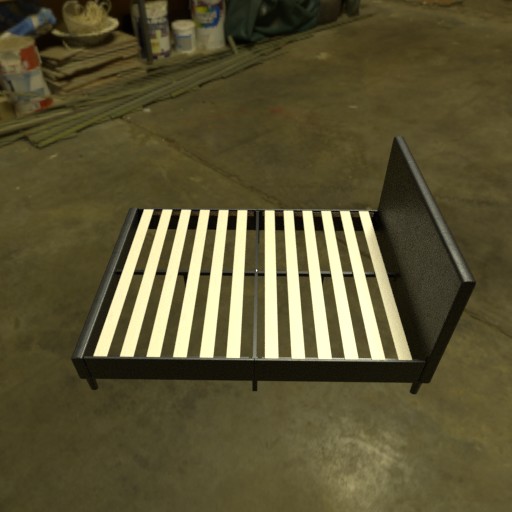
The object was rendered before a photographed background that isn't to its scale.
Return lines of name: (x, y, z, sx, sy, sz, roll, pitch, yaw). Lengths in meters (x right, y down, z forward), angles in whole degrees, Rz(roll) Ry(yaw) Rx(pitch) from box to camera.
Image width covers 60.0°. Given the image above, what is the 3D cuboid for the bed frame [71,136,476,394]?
bed frame: (0.000, 0.000, 3.287, 2.318, 1.127, 1.634, 1, 42, 1)
